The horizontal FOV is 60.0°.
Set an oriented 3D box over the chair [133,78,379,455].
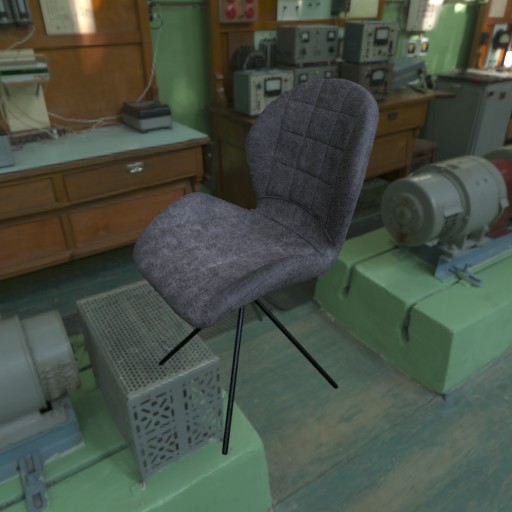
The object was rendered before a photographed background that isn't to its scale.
[{"bbox_3d":[0.000,0.000,1.314,0.640,0.934,0.527,-19,36,-30],"label":"chair"}]
